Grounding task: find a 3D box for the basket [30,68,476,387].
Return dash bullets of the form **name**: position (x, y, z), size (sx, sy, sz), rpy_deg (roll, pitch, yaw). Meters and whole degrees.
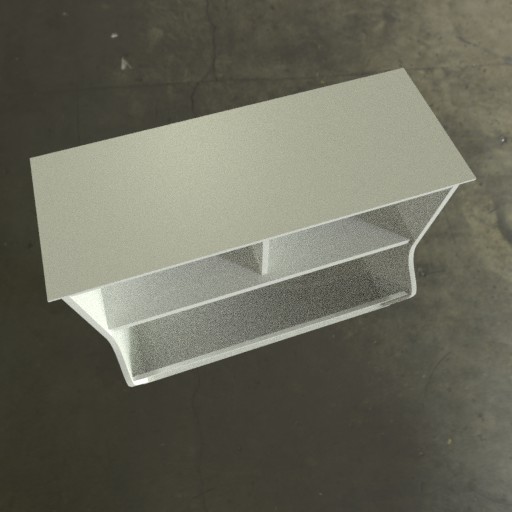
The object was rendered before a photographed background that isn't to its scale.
- **basket**: position (0.000, 0.000, 1.108), size (0.792, 0.625, 0.376), rpy_deg (-16, 65, -8)
